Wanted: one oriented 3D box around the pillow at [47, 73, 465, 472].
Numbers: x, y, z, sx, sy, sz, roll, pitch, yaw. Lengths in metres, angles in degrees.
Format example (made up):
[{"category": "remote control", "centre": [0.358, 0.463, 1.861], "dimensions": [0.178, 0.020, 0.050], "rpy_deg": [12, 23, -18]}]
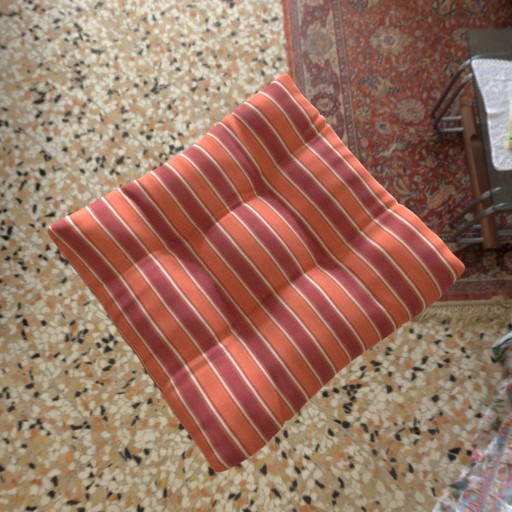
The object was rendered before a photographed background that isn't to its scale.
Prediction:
[{"category": "pillow", "centre": [0.000, 0.000, 0.721], "dimensions": [0.490, 0.133, 0.468], "rpy_deg": [-37, 77, -10]}]
